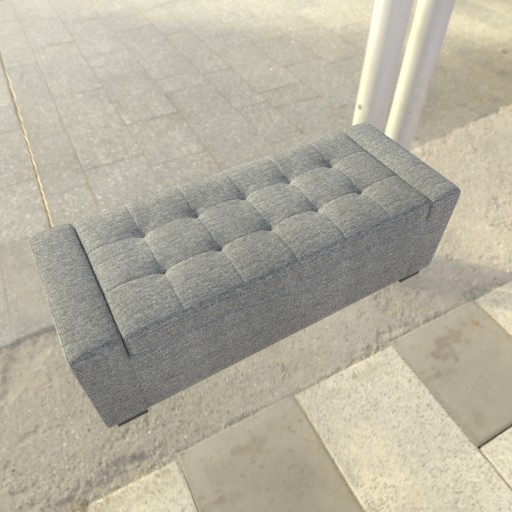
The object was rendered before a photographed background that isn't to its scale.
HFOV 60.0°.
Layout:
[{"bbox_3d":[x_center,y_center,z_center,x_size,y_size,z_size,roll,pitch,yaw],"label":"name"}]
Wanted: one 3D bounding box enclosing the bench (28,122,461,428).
[{"bbox_3d":[0.000,0.000,1.541,1.296,0.445,0.508,-23,52,-20],"label":"bench"}]
